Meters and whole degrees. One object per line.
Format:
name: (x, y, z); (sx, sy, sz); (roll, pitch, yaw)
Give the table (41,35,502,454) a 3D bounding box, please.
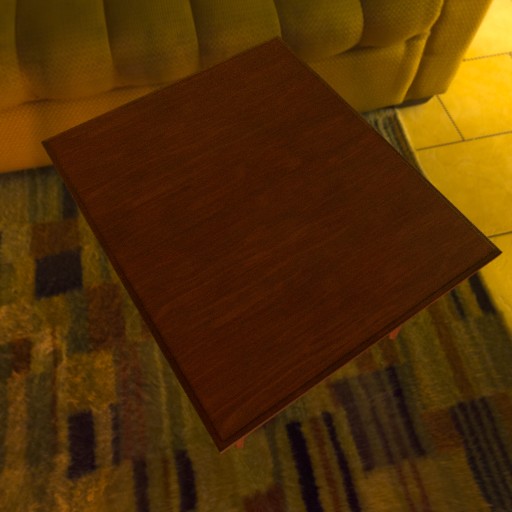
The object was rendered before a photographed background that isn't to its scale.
table: (0.000, 0.000, 1.532); (0.838, 0.761, 0.991); (-31, 67, -15)
